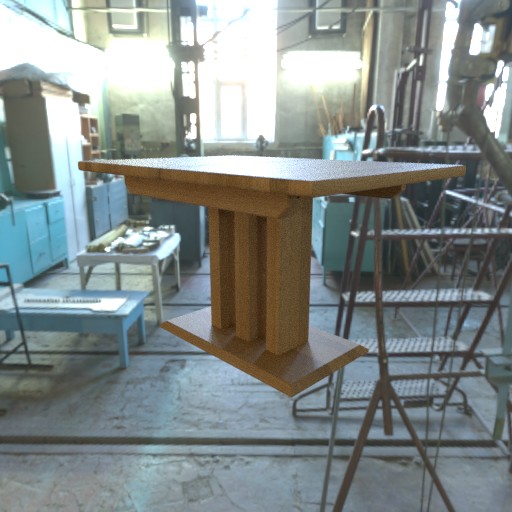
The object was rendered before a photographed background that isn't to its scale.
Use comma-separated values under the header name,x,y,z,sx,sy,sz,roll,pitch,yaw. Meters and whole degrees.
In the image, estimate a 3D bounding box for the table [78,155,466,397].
name,x,y,z,sx,sy,sz,roll,pitch,yaw
table,0.000,0.000,1.871,0.900,0.770,1.300,-14,20,-42
